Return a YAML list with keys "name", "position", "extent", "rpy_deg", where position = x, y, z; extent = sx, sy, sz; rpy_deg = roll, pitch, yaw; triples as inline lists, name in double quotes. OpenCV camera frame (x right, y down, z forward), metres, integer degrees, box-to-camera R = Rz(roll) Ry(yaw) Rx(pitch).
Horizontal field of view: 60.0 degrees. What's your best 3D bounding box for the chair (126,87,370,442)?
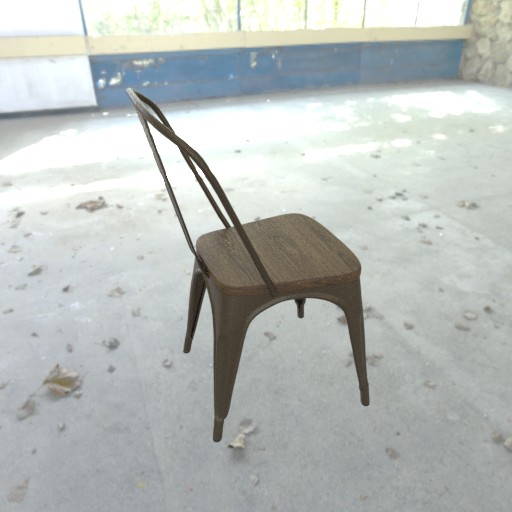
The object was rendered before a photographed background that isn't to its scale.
- name: "chair"
  position: [0.000, 0.000, 1.152]
  extent: [0.532, 0.844, 0.451]
  rpy_deg: [-11, 32, -18]
